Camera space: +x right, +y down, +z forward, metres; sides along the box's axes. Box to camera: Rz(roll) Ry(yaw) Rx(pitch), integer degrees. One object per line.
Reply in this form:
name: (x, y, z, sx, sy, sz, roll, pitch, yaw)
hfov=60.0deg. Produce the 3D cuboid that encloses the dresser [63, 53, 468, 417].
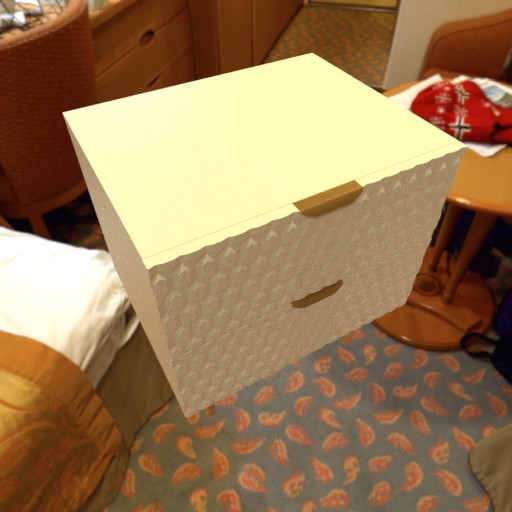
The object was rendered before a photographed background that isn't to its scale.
dresser: (0.000, 0.000, 0.899, 0.503, 0.568, 0.414, -22, 50, -20)
